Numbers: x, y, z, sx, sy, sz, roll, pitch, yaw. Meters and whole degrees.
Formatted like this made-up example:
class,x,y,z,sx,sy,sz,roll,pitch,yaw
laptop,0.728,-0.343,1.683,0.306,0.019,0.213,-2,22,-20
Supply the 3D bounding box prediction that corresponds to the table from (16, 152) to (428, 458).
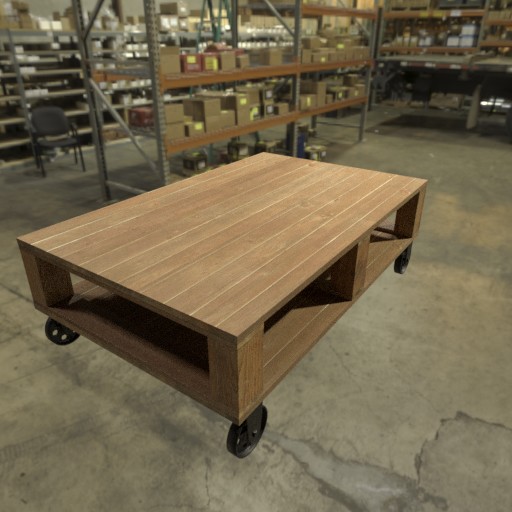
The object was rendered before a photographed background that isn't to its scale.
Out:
class,x,y,z,sx,sy,sz,roll,pitch,yaw
table,0.000,0.000,1.670,0.827,0.413,1.299,18,32,31
